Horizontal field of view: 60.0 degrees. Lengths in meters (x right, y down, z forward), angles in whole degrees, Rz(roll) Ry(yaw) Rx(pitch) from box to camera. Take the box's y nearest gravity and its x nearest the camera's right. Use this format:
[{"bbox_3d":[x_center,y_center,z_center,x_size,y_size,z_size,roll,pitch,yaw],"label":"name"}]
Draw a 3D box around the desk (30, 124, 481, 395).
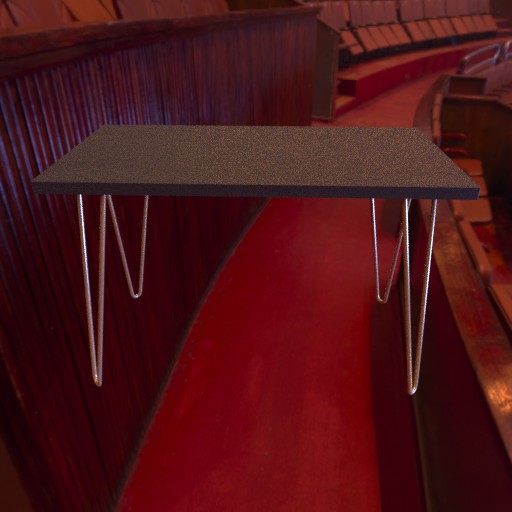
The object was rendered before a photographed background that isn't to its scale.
[{"bbox_3d":[0.000,0.000,1.357,0.991,0.660,0.499,1,31,2],"label":"desk"}]
